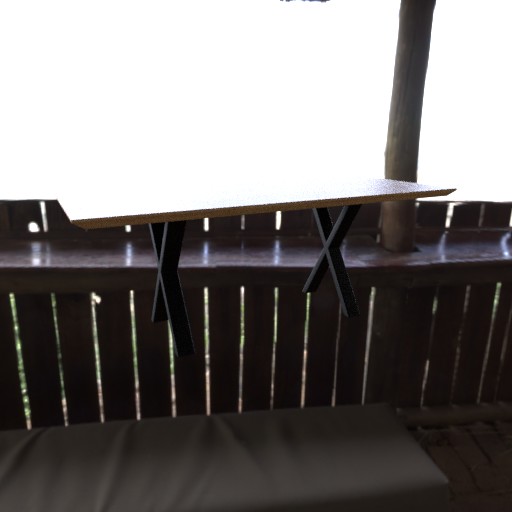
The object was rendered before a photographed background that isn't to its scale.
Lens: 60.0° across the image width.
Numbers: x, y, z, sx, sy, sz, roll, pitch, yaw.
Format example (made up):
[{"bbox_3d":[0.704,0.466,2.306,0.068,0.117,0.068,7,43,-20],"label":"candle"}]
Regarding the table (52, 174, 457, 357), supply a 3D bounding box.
[{"bbox_3d":[0.000,0.000,2.546,2.000,0.770,1.000,-8,17,-26],"label":"table"}]
